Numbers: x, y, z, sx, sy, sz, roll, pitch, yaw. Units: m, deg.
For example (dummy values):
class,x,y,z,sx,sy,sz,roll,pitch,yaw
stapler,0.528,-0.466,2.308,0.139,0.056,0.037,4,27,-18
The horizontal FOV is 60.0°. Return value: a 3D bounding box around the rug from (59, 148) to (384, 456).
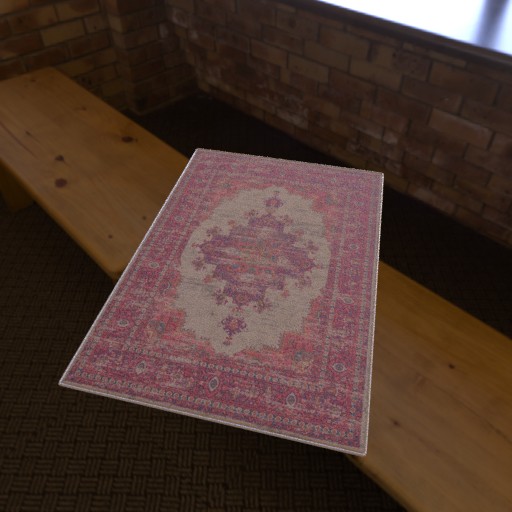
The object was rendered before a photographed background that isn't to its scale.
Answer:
class,x,y,z,sx,sy,sz,roll,pitch,yaw
rug,0.000,0.000,3.720,2.005,0.014,2.878,10,47,9
